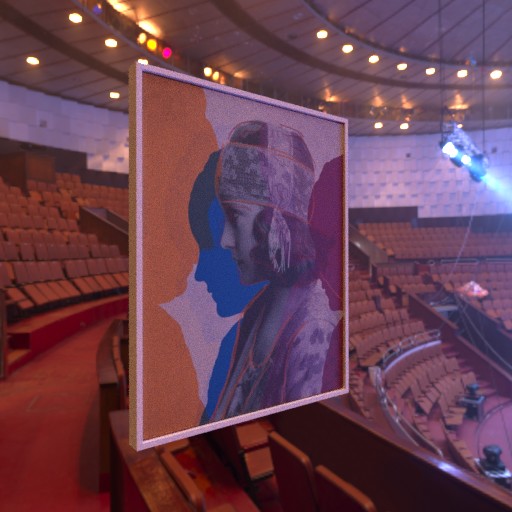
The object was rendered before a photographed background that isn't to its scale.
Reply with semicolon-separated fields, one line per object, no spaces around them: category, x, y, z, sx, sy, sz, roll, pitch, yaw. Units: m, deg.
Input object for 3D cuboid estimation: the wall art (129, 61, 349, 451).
wall art;0.000;0.000;0.768;0.443;0.549;0.030;0;0;-37
